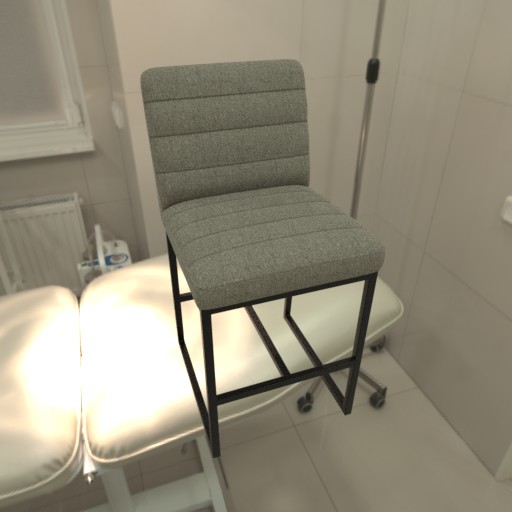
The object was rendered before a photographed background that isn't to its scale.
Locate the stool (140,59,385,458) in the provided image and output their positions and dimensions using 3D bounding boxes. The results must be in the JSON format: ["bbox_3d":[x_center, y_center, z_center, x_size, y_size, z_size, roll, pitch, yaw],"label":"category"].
[{"bbox_3d":[0.000,0.000,1.247,0.460,0.940,0.560,-11,34,-17],"label":"stool"}]
